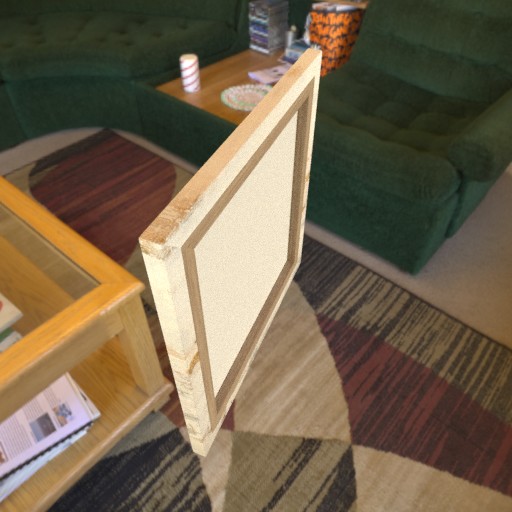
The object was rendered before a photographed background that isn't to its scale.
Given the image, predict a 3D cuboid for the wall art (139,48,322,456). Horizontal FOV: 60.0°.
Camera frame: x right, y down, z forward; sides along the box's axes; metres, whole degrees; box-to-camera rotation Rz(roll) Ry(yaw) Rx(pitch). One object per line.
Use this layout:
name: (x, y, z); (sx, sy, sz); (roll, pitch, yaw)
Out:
wall art: (0.000, 0.000, 1.121); (0.038, 0.755, 0.753); (17, 48, 16)
